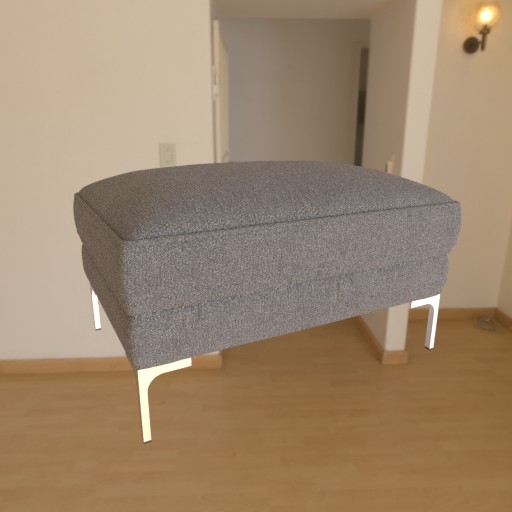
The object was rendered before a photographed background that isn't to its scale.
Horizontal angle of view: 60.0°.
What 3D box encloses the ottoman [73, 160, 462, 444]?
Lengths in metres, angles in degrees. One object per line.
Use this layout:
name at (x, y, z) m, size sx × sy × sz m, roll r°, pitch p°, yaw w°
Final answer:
ottoman at (0.000, 0.000, 1.131) m, size 0.785 × 0.464 × 0.583 m, roll -9°, pitch 19°, yaw -27°
